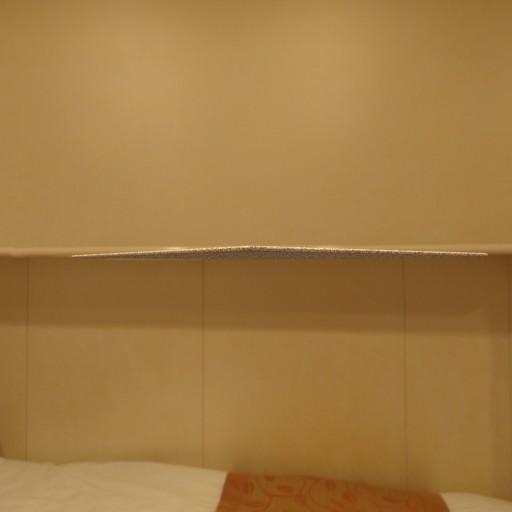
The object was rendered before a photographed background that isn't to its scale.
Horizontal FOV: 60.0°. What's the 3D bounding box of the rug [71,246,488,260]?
[{"bbox_3d":[0.000,0.000,4.061,2.438,0.029,3.047,1,-1,-37],"label":"rug"}]
